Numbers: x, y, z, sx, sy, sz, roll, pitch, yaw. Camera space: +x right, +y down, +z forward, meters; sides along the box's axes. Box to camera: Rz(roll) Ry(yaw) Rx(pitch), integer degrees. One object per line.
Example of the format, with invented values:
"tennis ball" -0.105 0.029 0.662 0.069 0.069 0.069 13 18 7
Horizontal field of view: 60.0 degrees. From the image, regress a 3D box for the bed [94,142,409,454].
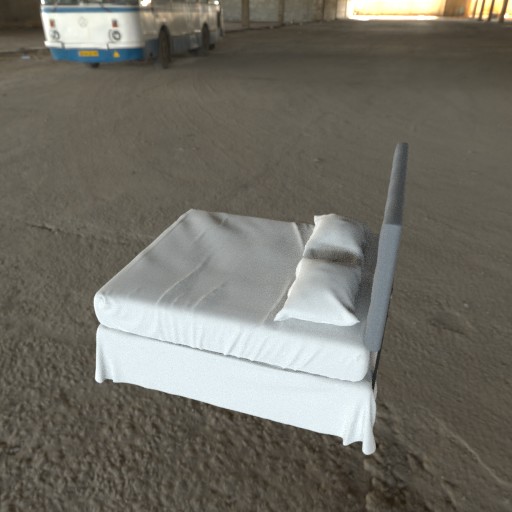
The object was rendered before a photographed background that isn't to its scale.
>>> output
"bed" 0.000 0.000 3.534 2.222 1.577 1.936 9 31 15
